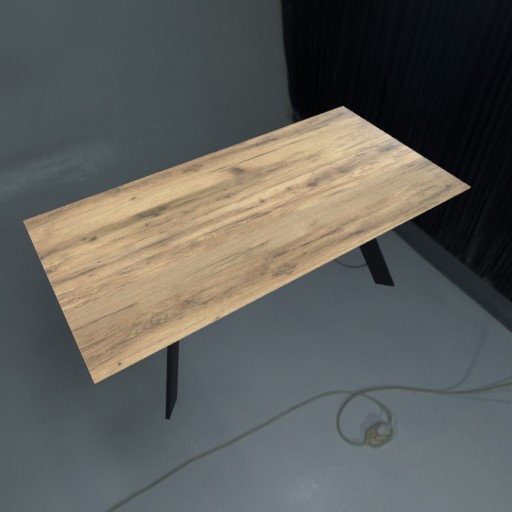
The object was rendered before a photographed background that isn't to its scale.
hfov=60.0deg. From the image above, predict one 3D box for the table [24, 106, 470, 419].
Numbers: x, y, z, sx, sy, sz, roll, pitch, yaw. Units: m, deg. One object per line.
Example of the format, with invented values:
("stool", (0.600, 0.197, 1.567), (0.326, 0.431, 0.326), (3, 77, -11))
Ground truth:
("table", (0.000, 0.000, 2.485), (2.000, 0.770, 1.000), (-26, 52, -22))
